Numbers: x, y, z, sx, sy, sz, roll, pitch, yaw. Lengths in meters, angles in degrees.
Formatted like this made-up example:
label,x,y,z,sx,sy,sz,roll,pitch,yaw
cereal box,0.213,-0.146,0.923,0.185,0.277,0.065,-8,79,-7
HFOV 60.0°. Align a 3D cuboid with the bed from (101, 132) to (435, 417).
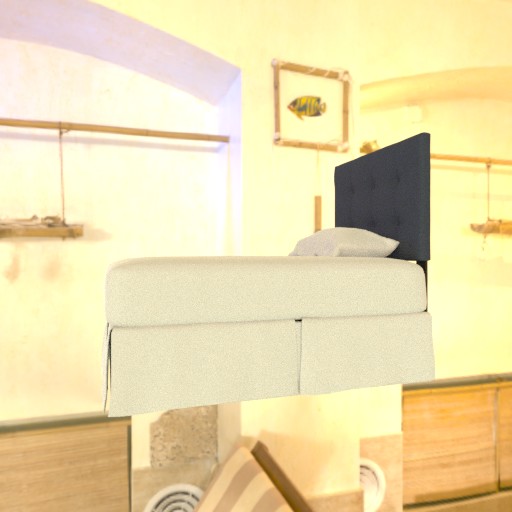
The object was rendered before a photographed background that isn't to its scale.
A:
label,x,y,z,sx,sy,sz,roll,pitch,yaw
bed,0.000,0.000,3.024,1.997,1.571,1.261,0,0,-19
